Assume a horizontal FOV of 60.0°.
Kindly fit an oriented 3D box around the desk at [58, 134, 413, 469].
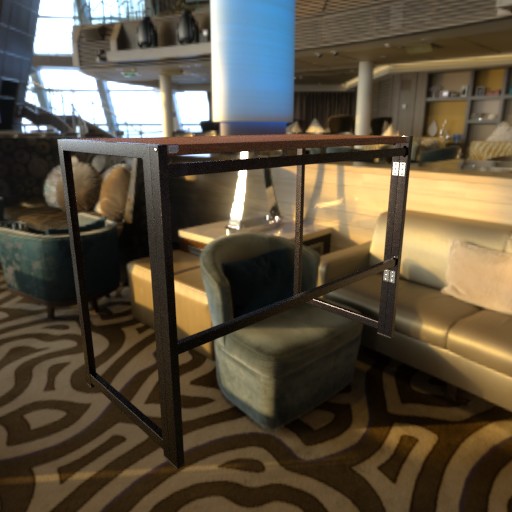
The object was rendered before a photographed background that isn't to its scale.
[{"bbox_3d":[0.000,0.000,1.473,1.016,0.762,0.508,-15,22,-42],"label":"desk"}]
